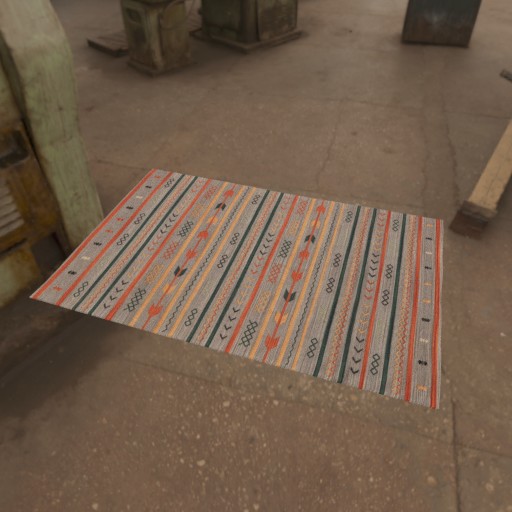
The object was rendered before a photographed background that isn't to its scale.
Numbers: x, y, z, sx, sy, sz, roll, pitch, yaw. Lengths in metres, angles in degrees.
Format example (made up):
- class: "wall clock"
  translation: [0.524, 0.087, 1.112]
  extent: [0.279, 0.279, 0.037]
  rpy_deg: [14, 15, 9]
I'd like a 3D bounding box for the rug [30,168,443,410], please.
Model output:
- class: "rug"
  translation: [0.000, 0.000, 2.290]
  extent: [1.835, 0.017, 1.220]
  rpy_deg: [12, 44, 13]
